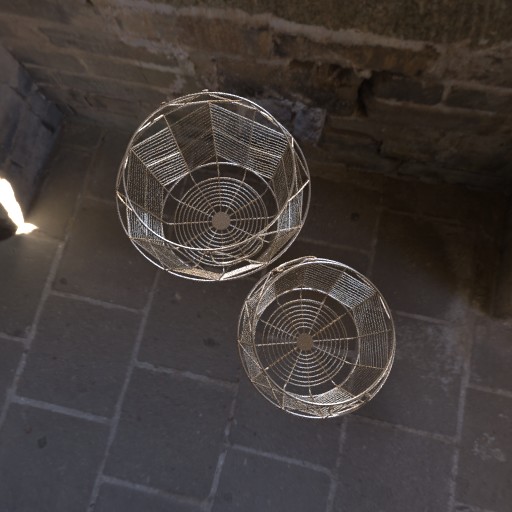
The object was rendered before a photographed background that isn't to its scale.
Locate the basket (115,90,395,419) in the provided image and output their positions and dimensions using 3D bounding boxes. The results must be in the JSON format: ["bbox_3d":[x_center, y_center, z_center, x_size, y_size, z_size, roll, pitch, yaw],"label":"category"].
[{"bbox_3d":[0.000,0.000,1.059,0.451,0.343,0.805,-33,78,-8],"label":"basket"}]
